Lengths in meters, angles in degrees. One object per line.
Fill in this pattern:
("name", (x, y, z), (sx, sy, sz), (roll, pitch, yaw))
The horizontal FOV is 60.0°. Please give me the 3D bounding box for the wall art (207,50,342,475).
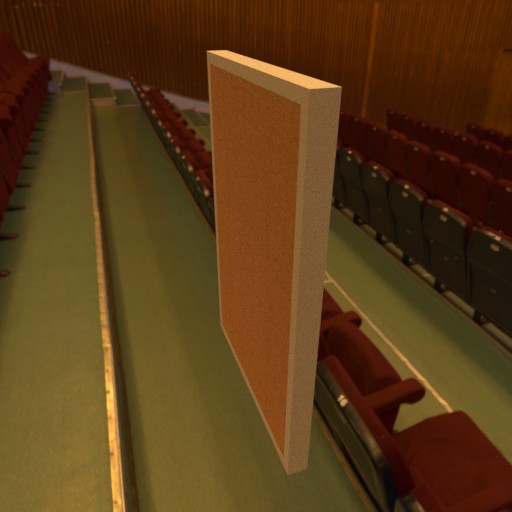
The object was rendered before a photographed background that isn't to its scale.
("wall art", (0.000, 0.000, 0.535), (0.025, 0.428, 0.293), (-10, 31, -17))
